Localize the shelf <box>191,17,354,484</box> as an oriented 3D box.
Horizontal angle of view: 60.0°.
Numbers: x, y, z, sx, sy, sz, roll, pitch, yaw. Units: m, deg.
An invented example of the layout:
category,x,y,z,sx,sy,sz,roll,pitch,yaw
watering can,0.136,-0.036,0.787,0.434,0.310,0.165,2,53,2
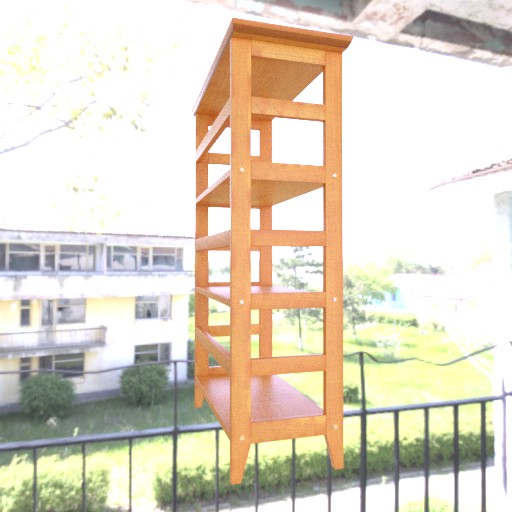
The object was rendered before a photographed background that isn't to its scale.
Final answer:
category,x,y,z,sx,sy,sz,roll,pitch,yaw
shelf,0.000,0.000,1.350,0.305,1.067,0.660,0,-1,-16
